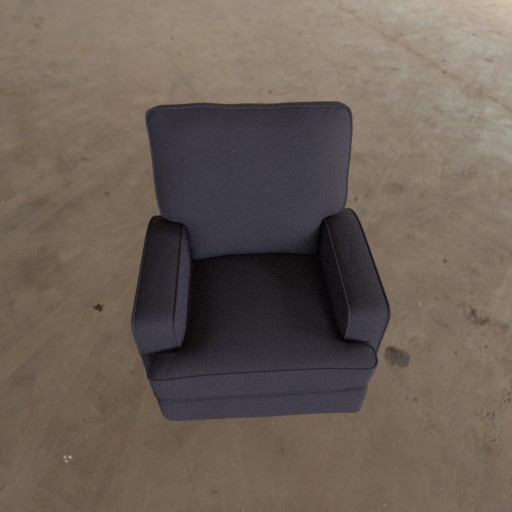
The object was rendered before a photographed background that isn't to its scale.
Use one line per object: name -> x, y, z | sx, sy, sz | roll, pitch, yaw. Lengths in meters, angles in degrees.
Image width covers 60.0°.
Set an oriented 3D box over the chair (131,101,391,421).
chair -> 0.000, 0.000, 1.703 | 0.861, 0.962, 0.964 | -3, 47, -2
